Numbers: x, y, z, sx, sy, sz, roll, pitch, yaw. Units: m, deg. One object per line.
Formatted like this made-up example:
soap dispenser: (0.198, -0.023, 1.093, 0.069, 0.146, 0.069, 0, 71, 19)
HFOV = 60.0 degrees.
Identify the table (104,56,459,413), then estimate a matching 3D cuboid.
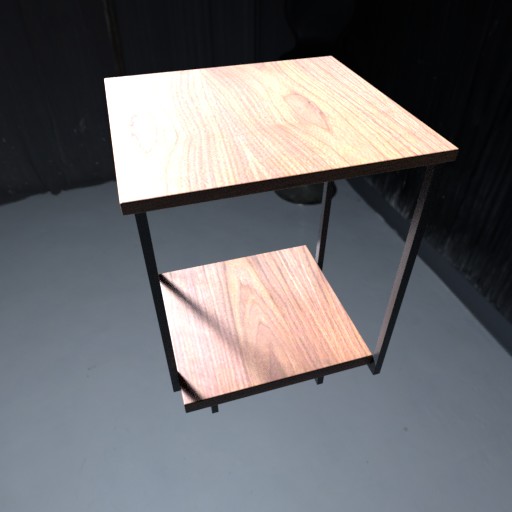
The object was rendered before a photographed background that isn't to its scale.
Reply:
table: (0.000, 0.000, 0.828, 0.411, 0.567, 0.384, -11, 42, -13)
